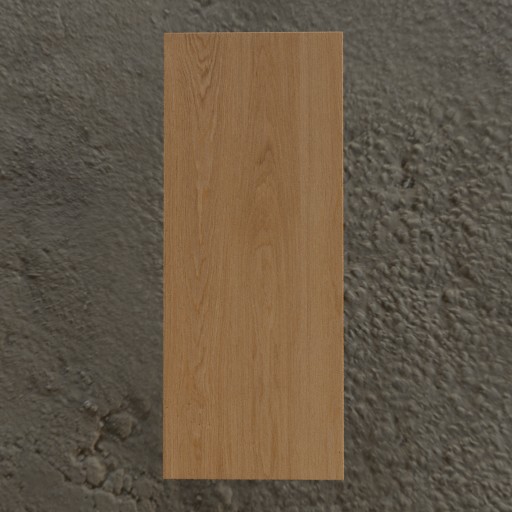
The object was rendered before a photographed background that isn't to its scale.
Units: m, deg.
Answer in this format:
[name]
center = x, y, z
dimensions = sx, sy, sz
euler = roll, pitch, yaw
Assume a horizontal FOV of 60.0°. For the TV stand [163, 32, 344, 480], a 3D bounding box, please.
[TV stand]
center = 0.000, 0.000, 1.343
dimensions = 0.440, 0.550, 1.080
euler = 0, 89, 1
